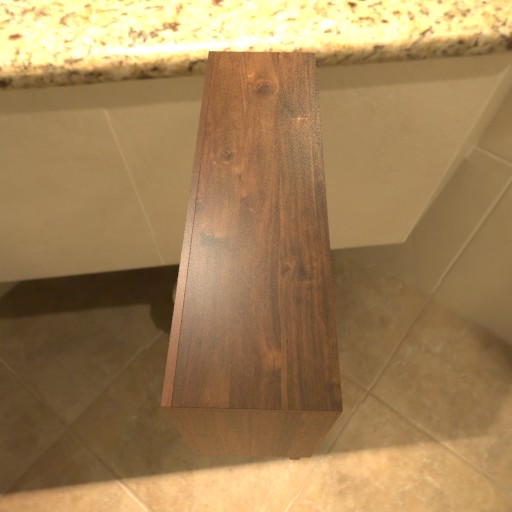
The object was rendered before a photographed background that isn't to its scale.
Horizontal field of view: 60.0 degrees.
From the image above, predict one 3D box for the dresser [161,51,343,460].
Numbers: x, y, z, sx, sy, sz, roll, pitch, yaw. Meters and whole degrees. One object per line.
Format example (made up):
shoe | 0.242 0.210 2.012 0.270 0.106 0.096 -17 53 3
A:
dresser | 0.000 0.000 1.784 0.446 0.873 1.400 1 58 1
